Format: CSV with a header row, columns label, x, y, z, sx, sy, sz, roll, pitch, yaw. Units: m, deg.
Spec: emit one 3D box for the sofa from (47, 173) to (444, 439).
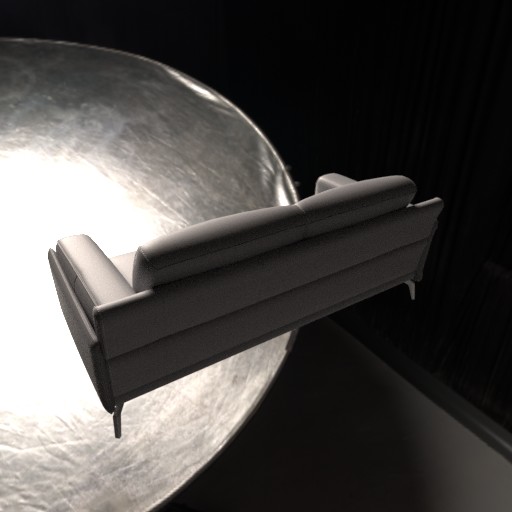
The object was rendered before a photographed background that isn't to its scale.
label,x,y,z,sx,sy,sz,roll,pitch,yaw
sofa,0.000,0.000,2.568,2.100,0.900,0.969,-18,34,-28
